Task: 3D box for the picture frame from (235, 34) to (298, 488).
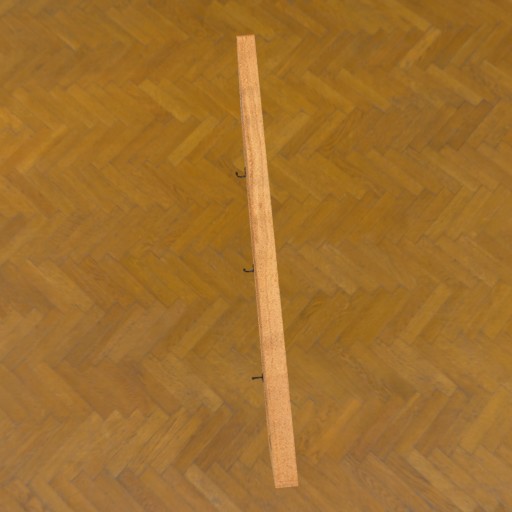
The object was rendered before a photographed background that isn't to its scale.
[{"bbox_3d":[0.000,0.000,0.669,0.045,0.234,0.582,-5,76,-1],"label":"picture frame"}]
